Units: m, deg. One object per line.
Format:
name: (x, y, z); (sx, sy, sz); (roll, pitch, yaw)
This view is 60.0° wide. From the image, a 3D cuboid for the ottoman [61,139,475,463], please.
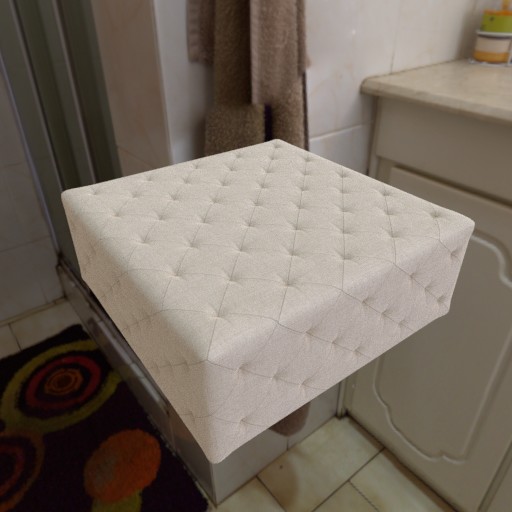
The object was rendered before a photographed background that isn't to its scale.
ottoman: (0.000, 0.000, 1.623); (1.028, 0.439, 1.028); (-22, 39, -30)
